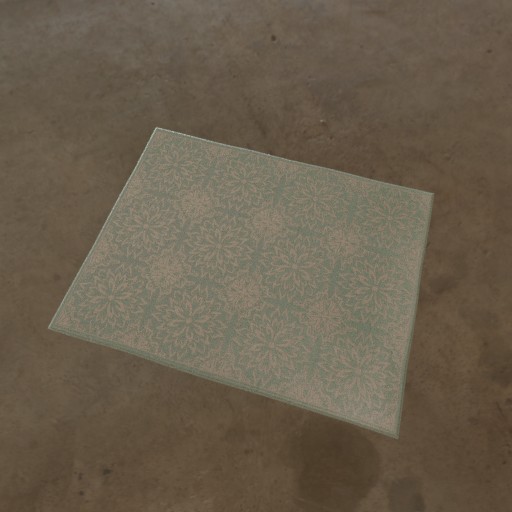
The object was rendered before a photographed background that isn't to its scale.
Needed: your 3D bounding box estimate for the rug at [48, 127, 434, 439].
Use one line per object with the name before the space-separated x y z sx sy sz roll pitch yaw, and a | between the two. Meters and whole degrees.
rug | 0.000 0.000 4.082 2.980 0.012 2.363 15 64 8
